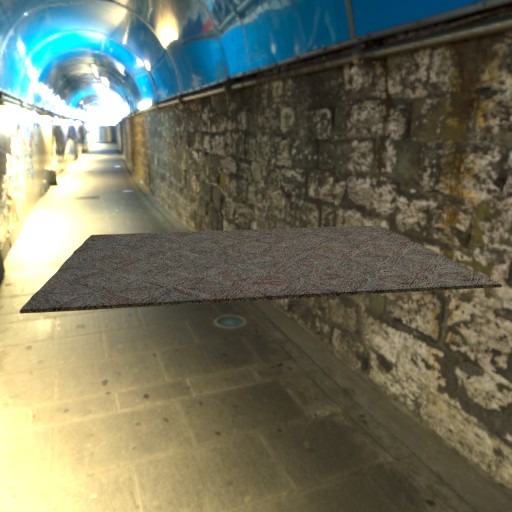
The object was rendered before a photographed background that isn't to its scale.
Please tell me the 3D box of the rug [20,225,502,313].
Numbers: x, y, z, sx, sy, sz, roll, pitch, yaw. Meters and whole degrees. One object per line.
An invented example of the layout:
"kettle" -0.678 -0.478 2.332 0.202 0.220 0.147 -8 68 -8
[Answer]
"rug" 0.000 0.000 2.125 1.761 0.014 1.143 -2 16 -8
